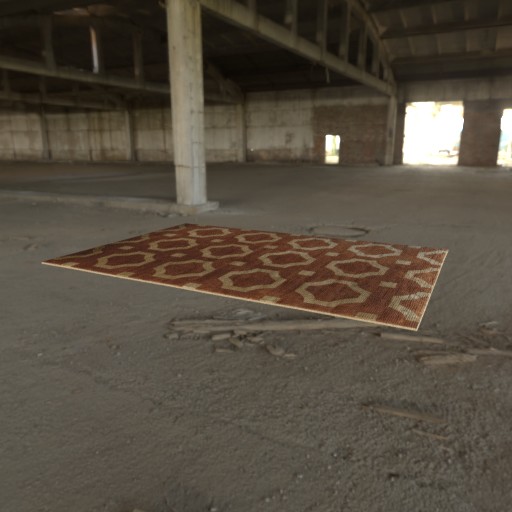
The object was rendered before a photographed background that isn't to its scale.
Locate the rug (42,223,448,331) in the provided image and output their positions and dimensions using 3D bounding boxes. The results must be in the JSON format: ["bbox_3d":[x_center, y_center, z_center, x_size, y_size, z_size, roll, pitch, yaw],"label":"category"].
[{"bbox_3d":[0.000,0.000,2.995,2.286,0.016,1.555,7,16,26],"label":"rug"}]
